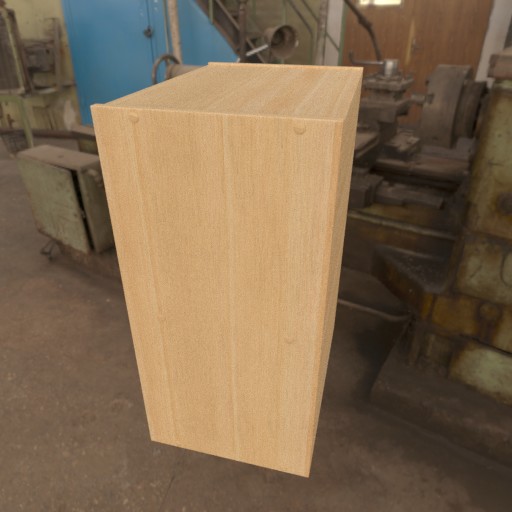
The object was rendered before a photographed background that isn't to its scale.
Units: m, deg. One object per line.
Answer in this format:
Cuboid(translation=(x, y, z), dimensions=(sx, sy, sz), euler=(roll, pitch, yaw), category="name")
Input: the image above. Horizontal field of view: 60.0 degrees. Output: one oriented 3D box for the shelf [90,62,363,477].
Cuboid(translation=(0.000, 0.000, 0.801), dimensions=(0.290, 0.592, 0.414), euler=(7, 31, 13), category="shelf")
